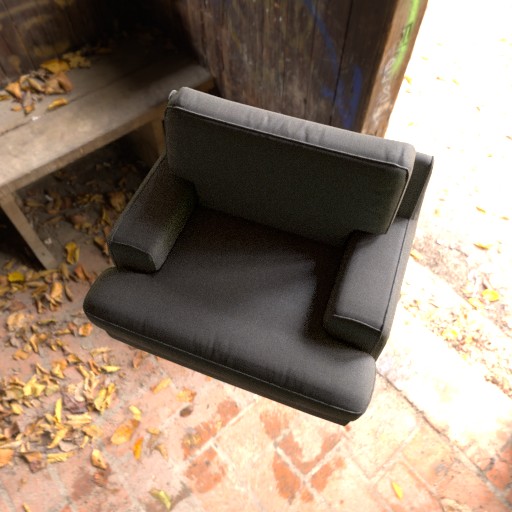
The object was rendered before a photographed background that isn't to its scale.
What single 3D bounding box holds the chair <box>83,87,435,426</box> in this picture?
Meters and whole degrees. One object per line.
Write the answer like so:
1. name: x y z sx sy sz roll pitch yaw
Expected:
1. chair: 0.000 0.000 1.972 1.270 0.974 1.043 18 59 11
